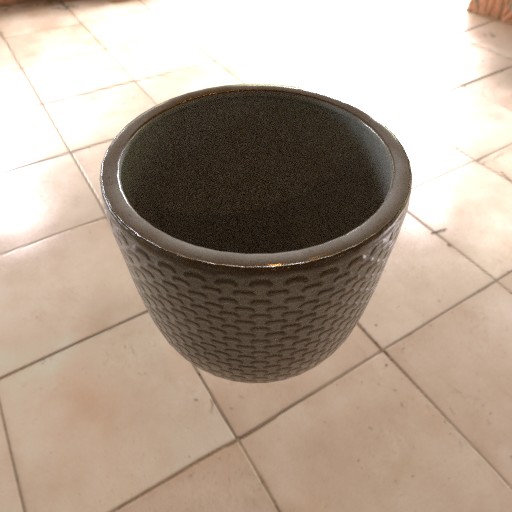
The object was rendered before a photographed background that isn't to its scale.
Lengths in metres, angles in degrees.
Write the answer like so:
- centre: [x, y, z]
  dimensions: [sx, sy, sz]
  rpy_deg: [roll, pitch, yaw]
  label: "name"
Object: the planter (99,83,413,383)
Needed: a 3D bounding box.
- centre: [0.000, 0.000, 0.351]
  dimensions: [0.197, 0.191, 0.197]
  rpy_deg: [0, 47, 0]
  label: "planter"
